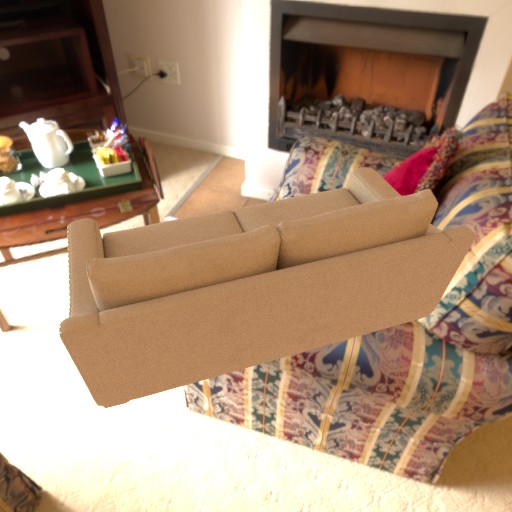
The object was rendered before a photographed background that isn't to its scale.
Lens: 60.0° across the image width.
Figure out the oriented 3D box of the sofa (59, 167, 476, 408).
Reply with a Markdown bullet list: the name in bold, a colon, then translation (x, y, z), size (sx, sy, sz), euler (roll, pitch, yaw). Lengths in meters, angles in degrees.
- **sofa**: translation (0.000, 0.000, 2.517), size (1.967, 0.901, 1.030), euler (-13, 43, -14)
